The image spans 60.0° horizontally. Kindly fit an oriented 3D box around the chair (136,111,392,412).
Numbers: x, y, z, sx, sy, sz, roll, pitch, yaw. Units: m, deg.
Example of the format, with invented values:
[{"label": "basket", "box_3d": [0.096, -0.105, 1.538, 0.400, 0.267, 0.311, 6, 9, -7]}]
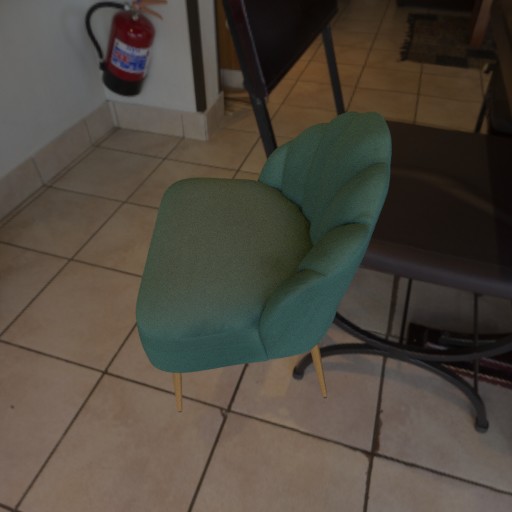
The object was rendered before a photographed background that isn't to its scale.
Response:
[{"label": "chair", "box_3d": [0.000, 0.000, 1.268, 0.599, 0.819, 0.657, -1, 42, -1]}]
